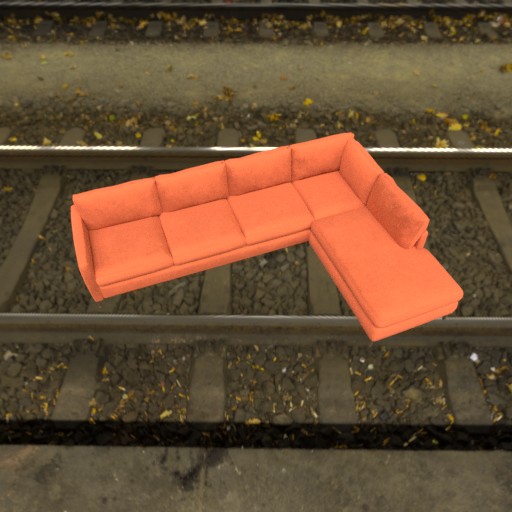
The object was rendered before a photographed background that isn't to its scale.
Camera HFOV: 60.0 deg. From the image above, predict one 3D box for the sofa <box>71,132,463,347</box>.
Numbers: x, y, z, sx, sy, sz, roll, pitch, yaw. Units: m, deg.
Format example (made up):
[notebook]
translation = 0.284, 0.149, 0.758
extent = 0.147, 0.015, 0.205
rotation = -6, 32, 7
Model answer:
[sofa]
translation = 0.000, 0.000, 3.642
extent = 2.736, 0.757, 1.879
rotation = -16, 51, -13
